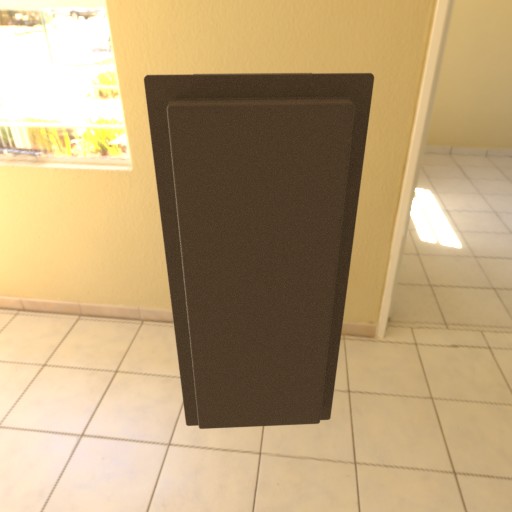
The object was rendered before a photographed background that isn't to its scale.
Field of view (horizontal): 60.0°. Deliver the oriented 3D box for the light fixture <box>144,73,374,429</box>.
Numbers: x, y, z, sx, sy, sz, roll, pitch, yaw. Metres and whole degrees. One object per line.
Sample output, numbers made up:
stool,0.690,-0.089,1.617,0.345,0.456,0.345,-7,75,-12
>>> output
light fixture,0.000,0.000,0.430,0.153,0.347,0.146,-2,31,-3
